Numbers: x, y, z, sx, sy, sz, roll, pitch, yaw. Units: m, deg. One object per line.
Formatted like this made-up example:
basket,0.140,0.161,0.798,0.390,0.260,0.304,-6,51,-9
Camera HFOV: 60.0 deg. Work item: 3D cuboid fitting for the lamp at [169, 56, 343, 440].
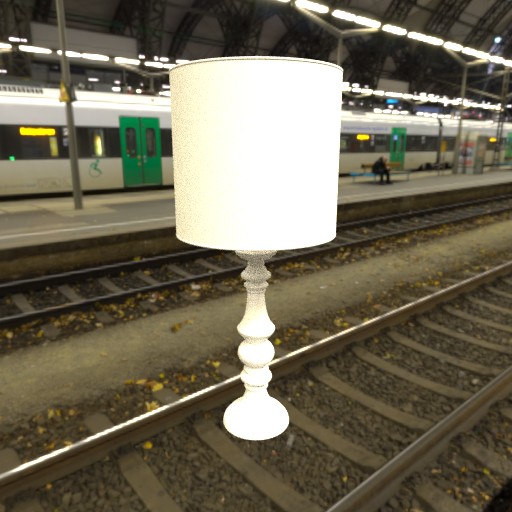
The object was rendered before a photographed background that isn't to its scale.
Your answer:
lamp,0.000,0.000,0.716,0.250,0.597,0.250,7,16,27
